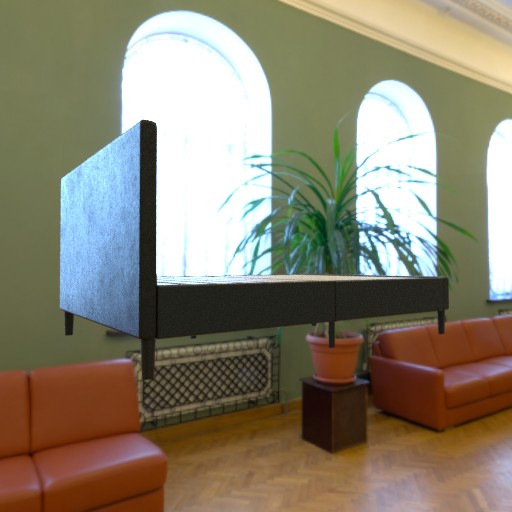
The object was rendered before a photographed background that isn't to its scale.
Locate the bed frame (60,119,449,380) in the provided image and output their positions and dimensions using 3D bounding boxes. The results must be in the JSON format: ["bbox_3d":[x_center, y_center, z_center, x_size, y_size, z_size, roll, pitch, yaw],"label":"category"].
[{"bbox_3d":[0.000,0.000,2.968,2.152,1.046,1.469,1,-2,-35],"label":"bed frame"}]
